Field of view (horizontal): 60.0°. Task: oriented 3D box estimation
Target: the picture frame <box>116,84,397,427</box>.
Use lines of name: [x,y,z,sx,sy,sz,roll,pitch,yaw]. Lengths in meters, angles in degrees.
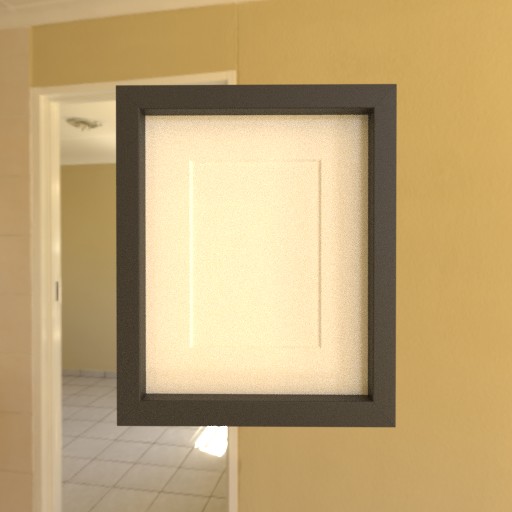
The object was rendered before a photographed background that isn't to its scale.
picture frame: [0.000,0.000,0.388,0.232,0.284,0.042,0,1,1]
